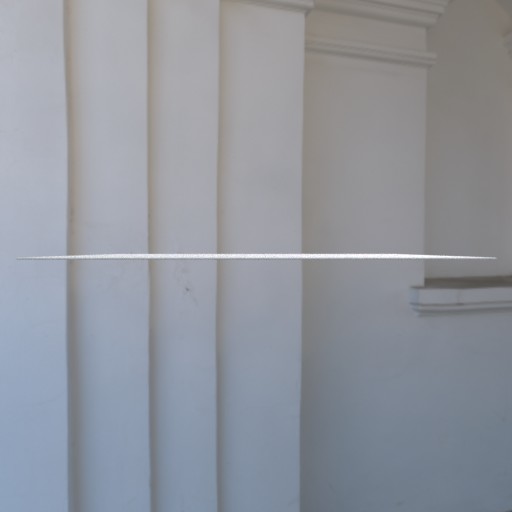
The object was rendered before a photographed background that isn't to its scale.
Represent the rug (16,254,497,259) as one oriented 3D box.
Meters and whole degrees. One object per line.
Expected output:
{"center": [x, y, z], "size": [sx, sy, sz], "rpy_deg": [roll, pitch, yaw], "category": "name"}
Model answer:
{"center": [0.000, 0.000, 2.293], "size": [1.828, 0.007, 1.220], "rpy_deg": [0, 1, 0], "category": "rug"}
